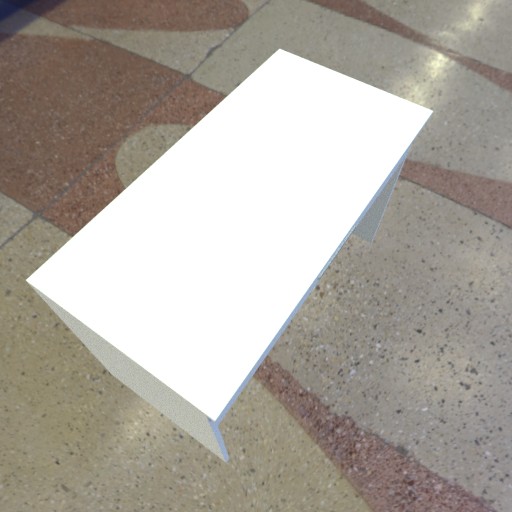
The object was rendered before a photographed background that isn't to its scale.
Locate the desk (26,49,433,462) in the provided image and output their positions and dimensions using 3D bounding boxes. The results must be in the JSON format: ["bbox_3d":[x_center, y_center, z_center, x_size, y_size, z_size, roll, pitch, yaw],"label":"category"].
[{"bbox_3d":[0.000,0.000,1.508,0.560,0.730,1.100,30,63,17],"label":"desk"}]
